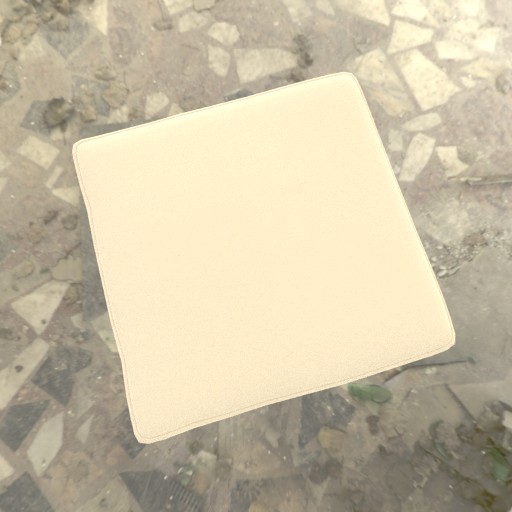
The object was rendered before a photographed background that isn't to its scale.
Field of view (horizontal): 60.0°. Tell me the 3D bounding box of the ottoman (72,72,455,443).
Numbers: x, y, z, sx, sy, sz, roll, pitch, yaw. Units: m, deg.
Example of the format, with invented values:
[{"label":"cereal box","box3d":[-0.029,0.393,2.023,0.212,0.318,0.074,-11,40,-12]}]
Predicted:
[{"label":"ottoman","box3d":[0.000,0.000,1.338,0.838,0.479,0.838,-16,78,-4]}]
